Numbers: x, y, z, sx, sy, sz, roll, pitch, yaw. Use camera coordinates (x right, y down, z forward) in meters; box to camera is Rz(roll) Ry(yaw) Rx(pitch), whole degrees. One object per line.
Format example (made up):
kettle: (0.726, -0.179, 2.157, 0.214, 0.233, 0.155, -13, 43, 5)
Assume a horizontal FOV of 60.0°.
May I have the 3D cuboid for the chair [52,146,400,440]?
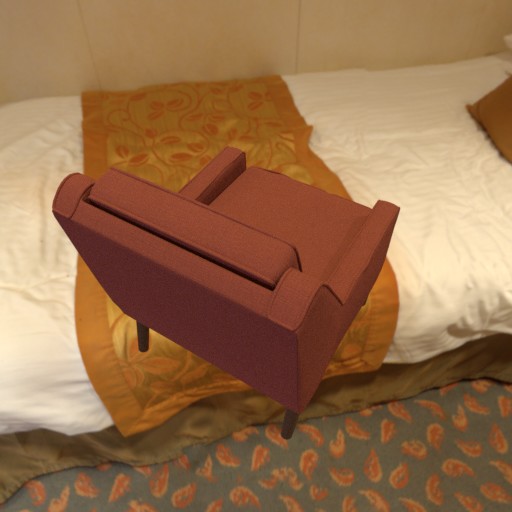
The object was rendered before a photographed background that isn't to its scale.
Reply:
chair: (0.000, 0.000, 1.386, 0.680, 0.812, 0.770, 24, 52, 21)
